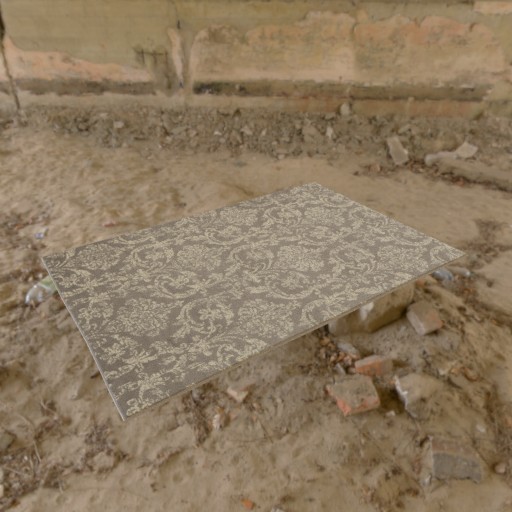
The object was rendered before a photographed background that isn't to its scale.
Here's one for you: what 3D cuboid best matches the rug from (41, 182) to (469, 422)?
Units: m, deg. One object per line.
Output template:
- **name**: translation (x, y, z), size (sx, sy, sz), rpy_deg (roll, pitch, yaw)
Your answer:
- **rug**: translation (0.000, 0.000, 3.407), size (2.746, 0.018, 1.819), rpy_deg (-19, 36, -29)
